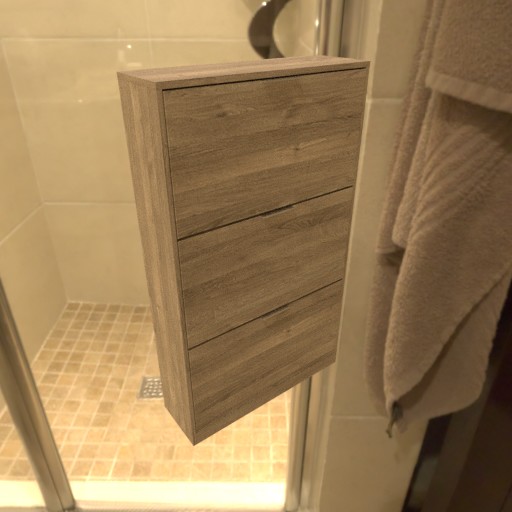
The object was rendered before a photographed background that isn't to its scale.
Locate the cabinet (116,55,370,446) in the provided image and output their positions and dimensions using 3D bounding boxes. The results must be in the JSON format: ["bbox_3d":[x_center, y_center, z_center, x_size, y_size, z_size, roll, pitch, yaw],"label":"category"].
[{"bbox_3d":[0.000,0.000,1.614,0.750,1.280,0.250,-20,35,-31],"label":"cabinet"}]
